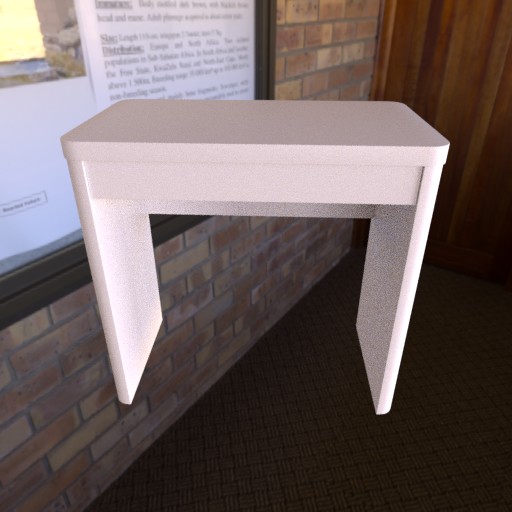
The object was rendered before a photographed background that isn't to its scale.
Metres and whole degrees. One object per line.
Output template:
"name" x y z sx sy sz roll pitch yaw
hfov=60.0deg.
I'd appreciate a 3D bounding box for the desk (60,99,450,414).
"desk" 0.000 0.000 1.249 0.790 0.760 0.446 1 30 3
